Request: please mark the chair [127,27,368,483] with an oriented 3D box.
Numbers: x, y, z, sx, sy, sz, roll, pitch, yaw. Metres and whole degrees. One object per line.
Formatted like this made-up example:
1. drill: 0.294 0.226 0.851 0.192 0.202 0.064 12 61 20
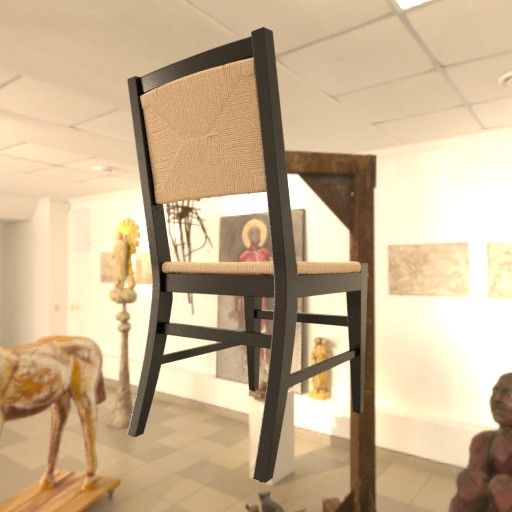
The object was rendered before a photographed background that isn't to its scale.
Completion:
1. chair: 0.000 0.000 1.233 0.437 0.927 0.552 -1 -1 36
